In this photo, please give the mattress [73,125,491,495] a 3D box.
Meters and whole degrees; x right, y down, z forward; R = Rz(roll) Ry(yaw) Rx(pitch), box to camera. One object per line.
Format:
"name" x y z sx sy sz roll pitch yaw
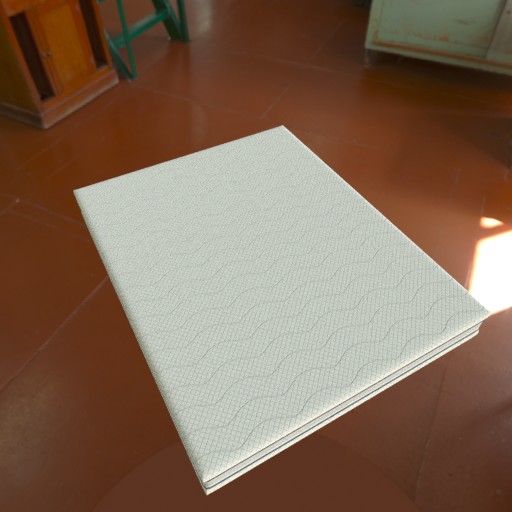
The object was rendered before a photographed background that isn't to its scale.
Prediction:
"mattress" 0.000 0.000 2.624 1.600 0.230 2.000 -23 52 -19
